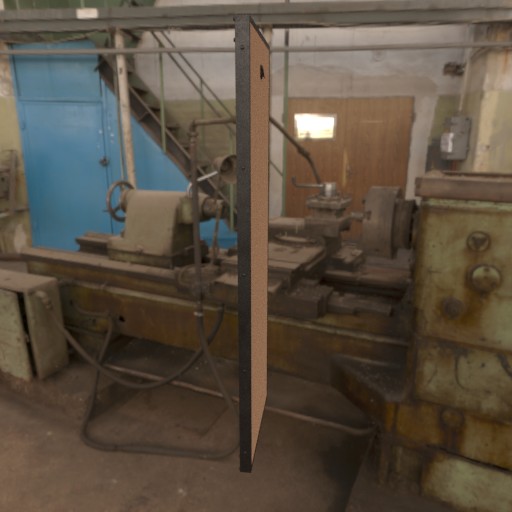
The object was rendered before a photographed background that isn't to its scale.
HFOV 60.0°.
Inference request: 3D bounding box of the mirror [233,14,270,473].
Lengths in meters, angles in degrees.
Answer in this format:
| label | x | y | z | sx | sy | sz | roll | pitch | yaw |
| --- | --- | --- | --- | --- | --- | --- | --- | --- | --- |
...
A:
| label | x | y | z | sx | sy | sz | roll | pitch | yaw |
| --- | --- | --- | --- | --- | --- | --- | --- | --- | --- |
| mirror | 0.000 | 0.000 | 1.174 | 0.042 | 1.080 | 0.354 | 2 | 16 | 8 |
